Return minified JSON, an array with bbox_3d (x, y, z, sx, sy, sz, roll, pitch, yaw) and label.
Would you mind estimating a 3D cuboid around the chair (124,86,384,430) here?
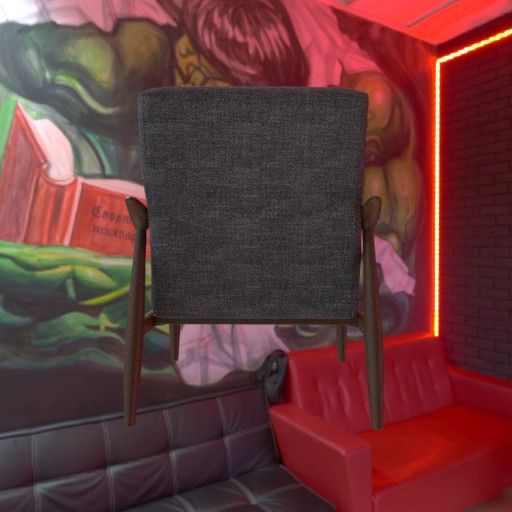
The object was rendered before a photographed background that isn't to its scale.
[{"bbox_3d":[0.000,0.000,1.440,0.741,0.832,0.798,0,1,1],"label":"chair"}]
